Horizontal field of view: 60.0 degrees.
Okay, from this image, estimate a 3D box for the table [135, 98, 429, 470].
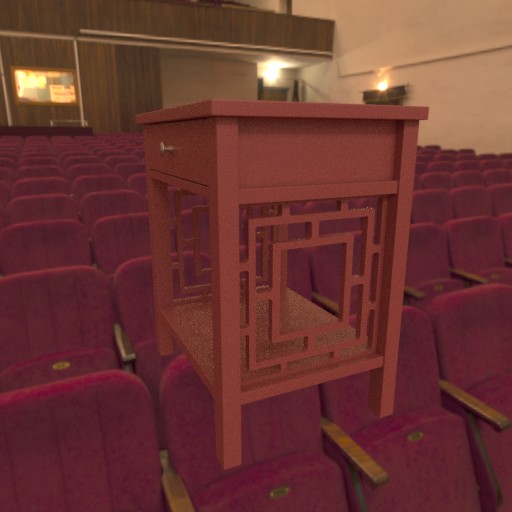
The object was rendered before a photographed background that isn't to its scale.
[{"bbox_3d":[0.000,0.000,1.105,0.451,0.686,0.599,-7,17,-24],"label":"table"}]
